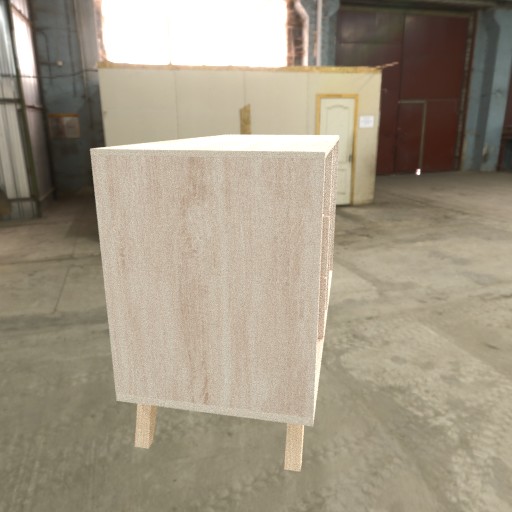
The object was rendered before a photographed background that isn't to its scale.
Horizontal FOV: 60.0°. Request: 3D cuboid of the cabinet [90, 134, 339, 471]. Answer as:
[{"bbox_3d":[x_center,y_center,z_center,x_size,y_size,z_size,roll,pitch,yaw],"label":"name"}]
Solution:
[{"bbox_3d":[0.000,0.000,1.537,0.500,0.780,1.110,3,17,11],"label":"cabinet"}]
